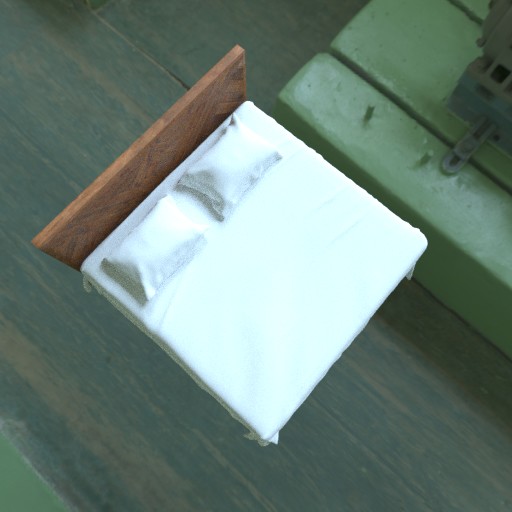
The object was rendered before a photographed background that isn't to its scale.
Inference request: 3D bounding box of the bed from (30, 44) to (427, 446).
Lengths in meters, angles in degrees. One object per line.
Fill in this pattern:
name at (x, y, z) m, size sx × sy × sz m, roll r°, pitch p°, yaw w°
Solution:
bed at (0.000, 0.000, 3.448) m, size 2.165 × 1.158 × 2.255 m, roll 40°, pitch 79°, yaw 9°
